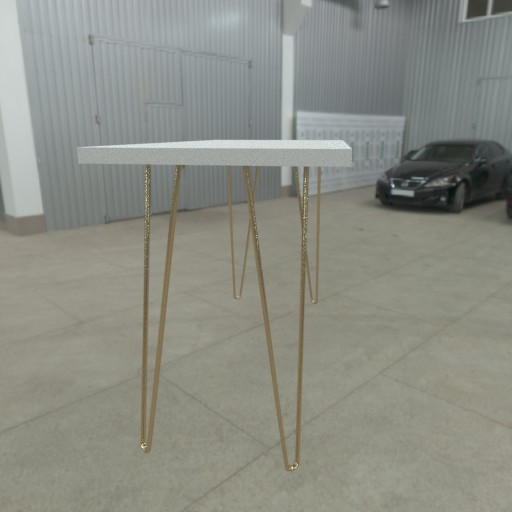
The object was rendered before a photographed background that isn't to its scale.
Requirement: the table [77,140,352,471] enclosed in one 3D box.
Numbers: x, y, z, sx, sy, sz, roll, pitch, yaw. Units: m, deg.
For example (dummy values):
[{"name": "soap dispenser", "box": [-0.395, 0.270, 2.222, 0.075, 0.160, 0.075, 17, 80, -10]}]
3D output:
[{"name": "table", "box": [0.000, 0.000, 1.332, 0.498, 0.660, 0.991, 3, 16, 10]}]
